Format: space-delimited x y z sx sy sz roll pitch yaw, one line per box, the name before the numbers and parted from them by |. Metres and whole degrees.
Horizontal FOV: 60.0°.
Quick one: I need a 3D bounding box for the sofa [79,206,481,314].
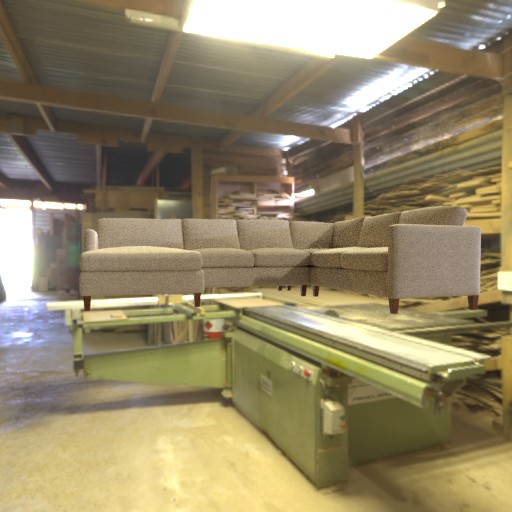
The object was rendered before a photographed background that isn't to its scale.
sofa | 0.000 0.000 4.650 3.460 0.961 2.594 0 0 -17
